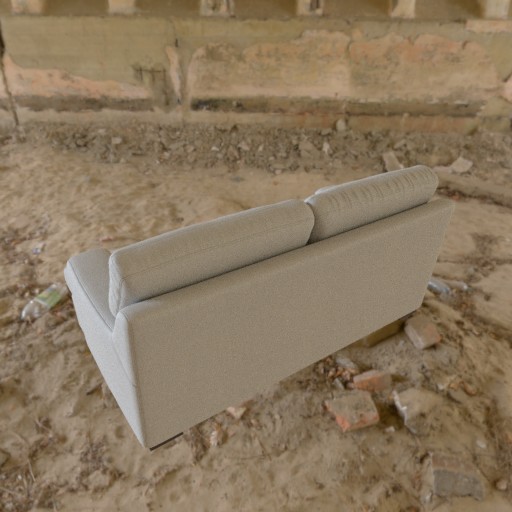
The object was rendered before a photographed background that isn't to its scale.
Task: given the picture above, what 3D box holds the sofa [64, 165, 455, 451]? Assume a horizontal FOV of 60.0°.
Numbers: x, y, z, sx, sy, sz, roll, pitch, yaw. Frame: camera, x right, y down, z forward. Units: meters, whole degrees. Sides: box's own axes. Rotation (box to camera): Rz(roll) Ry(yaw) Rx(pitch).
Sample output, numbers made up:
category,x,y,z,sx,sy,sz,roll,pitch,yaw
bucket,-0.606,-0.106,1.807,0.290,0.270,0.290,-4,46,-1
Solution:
category,x,y,z,sx,sy,sz,roll,pitch,yaw
sofa,0.000,0.000,2.441,1.880,0.940,1.143,-19,34,-30
